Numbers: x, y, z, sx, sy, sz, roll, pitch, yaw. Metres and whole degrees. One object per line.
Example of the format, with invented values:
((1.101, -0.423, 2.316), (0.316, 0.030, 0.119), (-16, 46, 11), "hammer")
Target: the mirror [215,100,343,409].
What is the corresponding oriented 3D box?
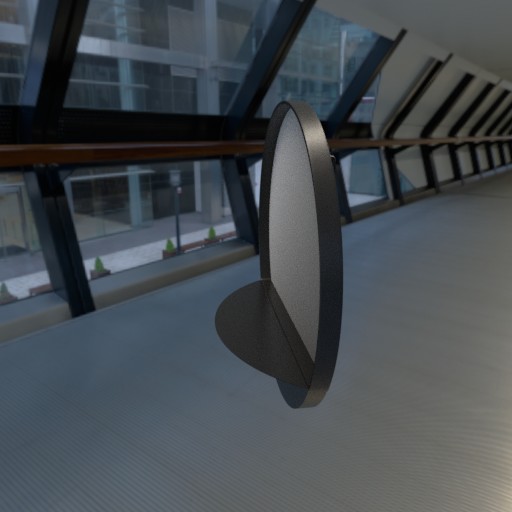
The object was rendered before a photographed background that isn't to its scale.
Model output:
((0.000, 0.000, 0.690), (0.133, 0.457, 0.457), (-2, 17, -8), "mirror")
